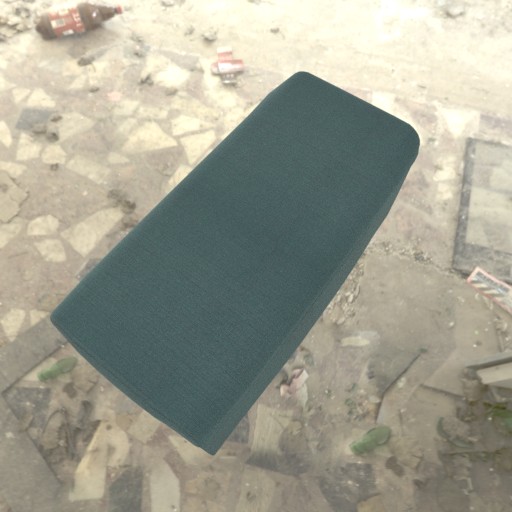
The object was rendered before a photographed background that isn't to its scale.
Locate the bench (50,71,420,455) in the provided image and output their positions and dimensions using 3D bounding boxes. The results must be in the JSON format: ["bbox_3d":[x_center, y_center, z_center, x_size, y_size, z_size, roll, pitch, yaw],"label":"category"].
[{"bbox_3d":[0.000,0.000,1.270,0.476,0.474,0.995,33,67,16],"label":"bench"}]
